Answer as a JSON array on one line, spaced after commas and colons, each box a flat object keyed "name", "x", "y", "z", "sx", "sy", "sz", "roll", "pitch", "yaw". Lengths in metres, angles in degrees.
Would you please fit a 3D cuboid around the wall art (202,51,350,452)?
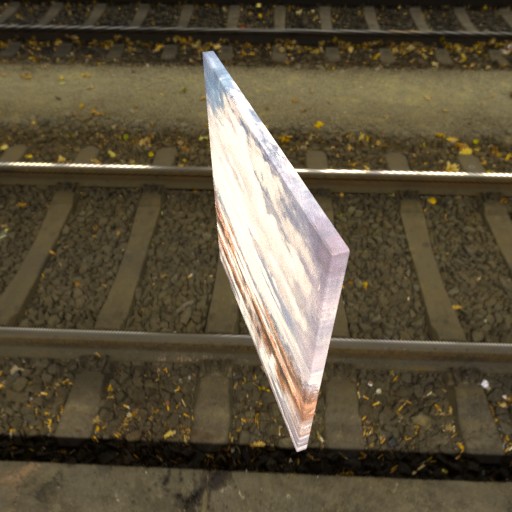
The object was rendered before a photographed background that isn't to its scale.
[{"name": "wall art", "x": 0.000, "y": 0.000, "z": 1.362, "sx": 0.035, "sy": 0.897, "sz": 0.888, "roll": -14, "pitch": 48, "yaw": -13}]
